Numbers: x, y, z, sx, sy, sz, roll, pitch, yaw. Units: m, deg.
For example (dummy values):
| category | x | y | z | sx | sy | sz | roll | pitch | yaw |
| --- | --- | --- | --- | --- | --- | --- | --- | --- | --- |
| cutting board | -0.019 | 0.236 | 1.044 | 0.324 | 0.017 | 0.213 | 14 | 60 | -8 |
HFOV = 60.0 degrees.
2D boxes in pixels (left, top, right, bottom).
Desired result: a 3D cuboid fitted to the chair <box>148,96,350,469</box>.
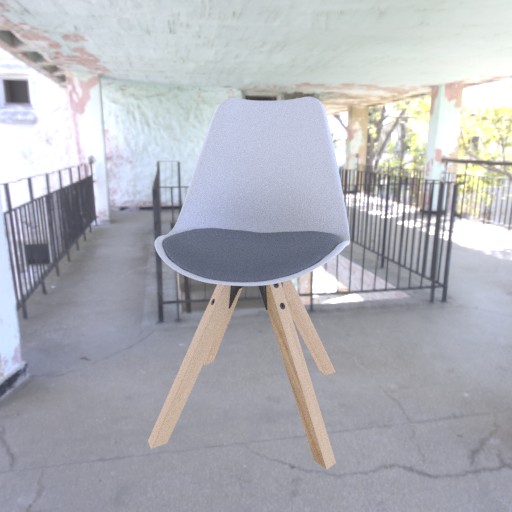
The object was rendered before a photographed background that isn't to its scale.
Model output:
| category | x | y | z | sx | sy | sz | roll | pitch | yaw |
| --- | --- | --- | --- | --- | --- | --- | --- | --- | --- |
| chair | 0.000 | 0.000 | 1.179 | 0.485 | 0.850 | 0.550 | 2 | 14 | 9 |
